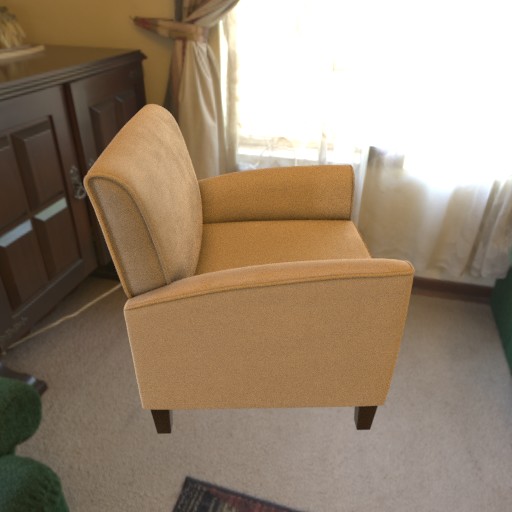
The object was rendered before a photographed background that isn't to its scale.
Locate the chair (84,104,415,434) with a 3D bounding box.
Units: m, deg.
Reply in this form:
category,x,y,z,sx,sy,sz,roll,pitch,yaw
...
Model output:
category,x,y,z,sx,sy,sz,roll,pitch,yaw
chair,0.000,0.000,1.557,0.821,0.915,0.820,-1,31,-1
